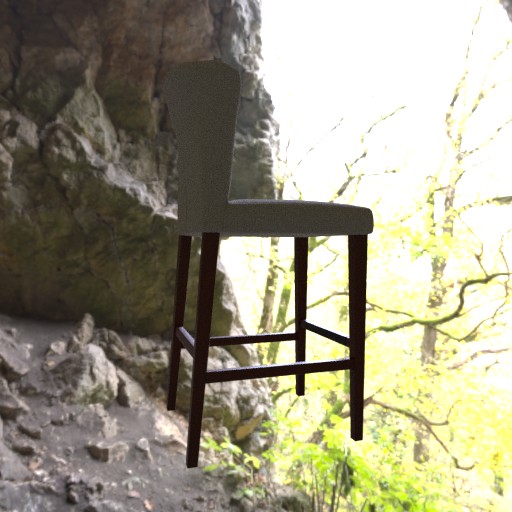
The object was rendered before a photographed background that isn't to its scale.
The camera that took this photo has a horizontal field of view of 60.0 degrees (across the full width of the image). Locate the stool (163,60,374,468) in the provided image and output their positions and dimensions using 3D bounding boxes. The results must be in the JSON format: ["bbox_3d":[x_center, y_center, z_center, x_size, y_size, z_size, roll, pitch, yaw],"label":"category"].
[{"bbox_3d":[0.000,0.000,1.402,0.568,1.069,0.481,0,1,-18],"label":"stool"}]
